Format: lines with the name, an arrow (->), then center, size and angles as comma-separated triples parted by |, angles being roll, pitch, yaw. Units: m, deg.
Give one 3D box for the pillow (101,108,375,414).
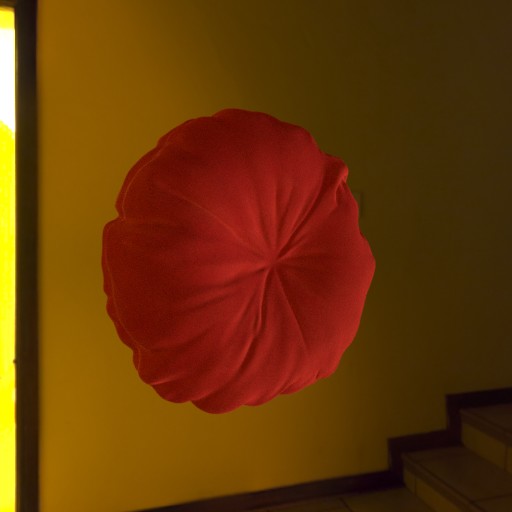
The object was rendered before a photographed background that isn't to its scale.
pillow -> 0.000, 0.000, 0.634 | 0.428, 0.407, 0.148 | 0, 0, -36
